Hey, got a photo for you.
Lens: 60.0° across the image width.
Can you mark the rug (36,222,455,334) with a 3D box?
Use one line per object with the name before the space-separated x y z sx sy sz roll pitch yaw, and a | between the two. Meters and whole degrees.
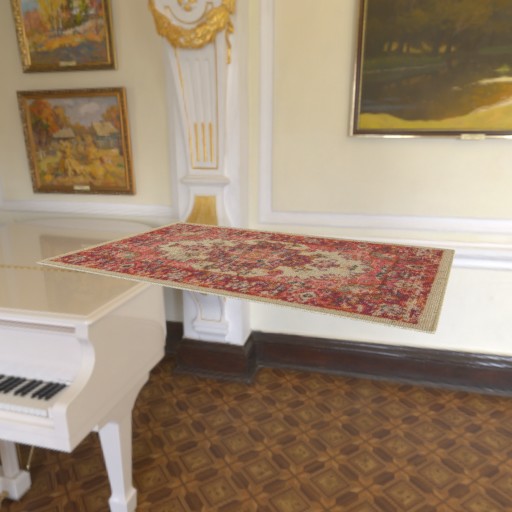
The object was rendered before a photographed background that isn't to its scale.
rug | 0.000 0.000 1.082 0.868 0.004 0.556 7 17 25
